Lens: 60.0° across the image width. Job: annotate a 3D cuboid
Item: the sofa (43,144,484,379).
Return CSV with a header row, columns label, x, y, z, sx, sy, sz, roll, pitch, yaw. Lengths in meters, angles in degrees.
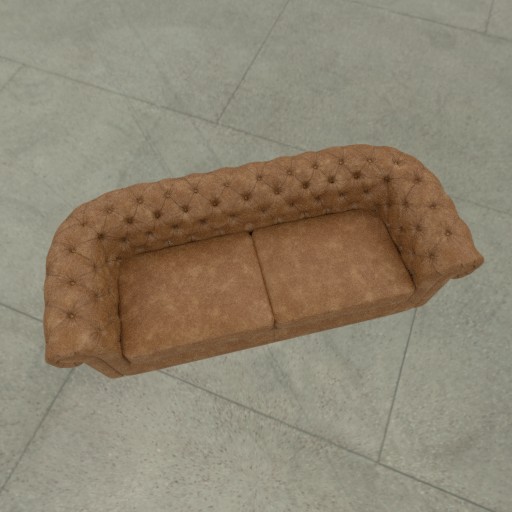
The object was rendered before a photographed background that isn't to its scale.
label,x,y,z,sx,sy,sz,roll,pitch,yaw
sofa,0.000,0.000,2.745,2.365,0.760,0.989,-12,63,-6
